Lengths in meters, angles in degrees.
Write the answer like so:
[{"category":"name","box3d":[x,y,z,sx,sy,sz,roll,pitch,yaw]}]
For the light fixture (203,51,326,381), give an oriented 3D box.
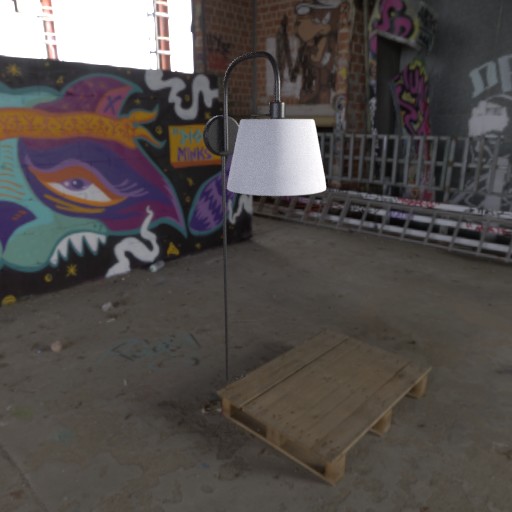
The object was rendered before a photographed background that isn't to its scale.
[{"category":"light fixture","box3d":[0.000,0.000,0.472,0.092,0.399,0.176,-8,19,-26]}]
